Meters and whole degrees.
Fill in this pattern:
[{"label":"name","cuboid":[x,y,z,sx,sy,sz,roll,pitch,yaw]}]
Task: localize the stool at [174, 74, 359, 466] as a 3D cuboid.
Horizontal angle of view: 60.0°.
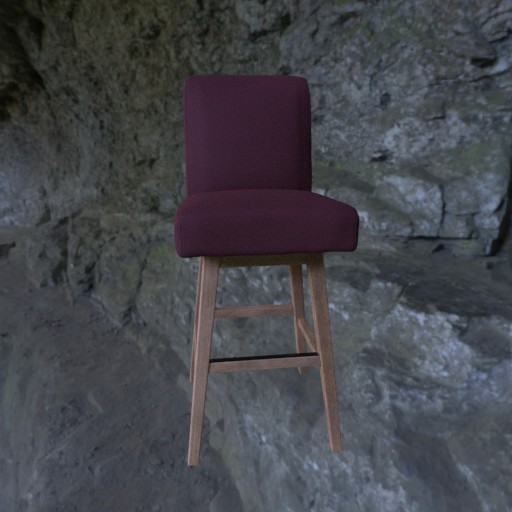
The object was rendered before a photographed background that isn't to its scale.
[{"label":"stool","cuboid":[0.000,0.000,1.375,0.468,1.093,0.562,-2,17,-7]}]
